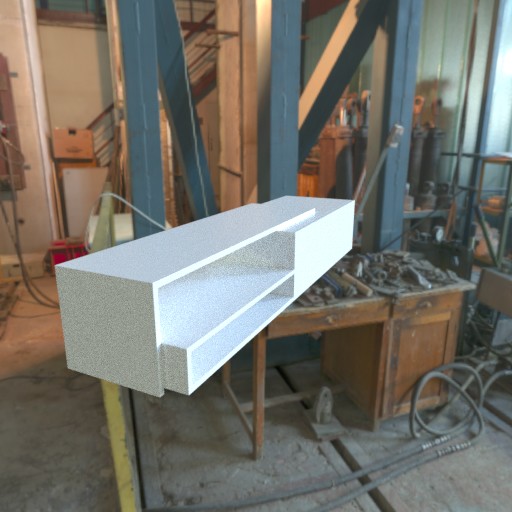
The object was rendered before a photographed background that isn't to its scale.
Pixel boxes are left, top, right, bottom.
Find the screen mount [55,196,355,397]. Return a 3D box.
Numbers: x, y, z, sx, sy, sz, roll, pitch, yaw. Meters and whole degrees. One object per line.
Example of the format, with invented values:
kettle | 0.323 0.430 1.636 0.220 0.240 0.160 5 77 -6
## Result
screen mount | 0.000 0.000 1.909 0.420 0.320 1.680 8 17 25
